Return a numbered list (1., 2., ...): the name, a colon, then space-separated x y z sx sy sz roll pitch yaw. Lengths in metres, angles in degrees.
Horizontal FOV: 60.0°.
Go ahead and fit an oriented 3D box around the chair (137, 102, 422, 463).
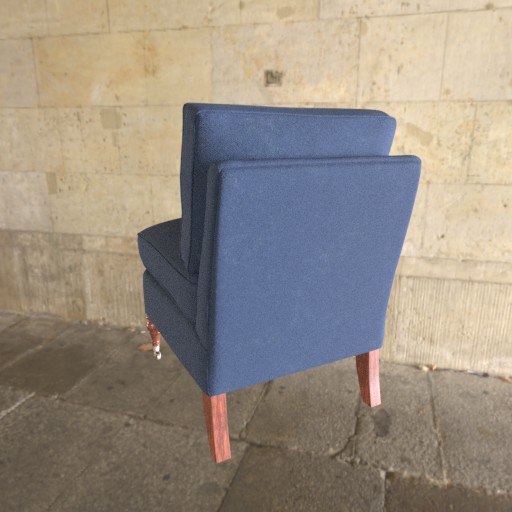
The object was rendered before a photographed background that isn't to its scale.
1. chair: 0.000 0.000 1.679 0.724 1.052 0.912 -8 17 -27
